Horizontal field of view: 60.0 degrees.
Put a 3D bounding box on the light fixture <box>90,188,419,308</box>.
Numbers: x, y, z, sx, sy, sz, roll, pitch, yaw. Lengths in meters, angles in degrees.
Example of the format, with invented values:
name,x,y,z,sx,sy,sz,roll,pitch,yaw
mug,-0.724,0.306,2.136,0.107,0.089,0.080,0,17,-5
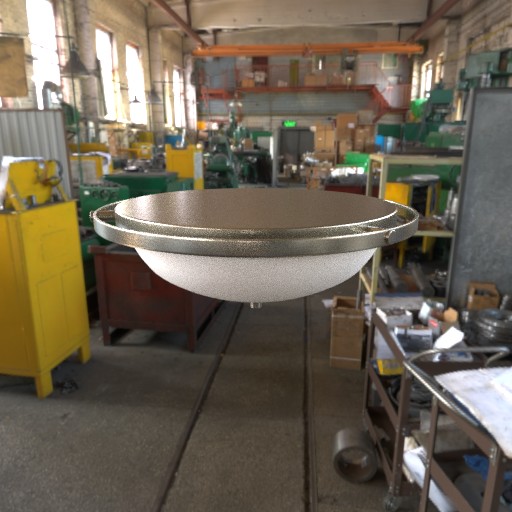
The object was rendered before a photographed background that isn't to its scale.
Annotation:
name,x,y,z,sx,sy,sz,roll,pitch,yaw
light fixture,0.000,0.000,0.536,0.361,0.130,0.361,0,15,0
